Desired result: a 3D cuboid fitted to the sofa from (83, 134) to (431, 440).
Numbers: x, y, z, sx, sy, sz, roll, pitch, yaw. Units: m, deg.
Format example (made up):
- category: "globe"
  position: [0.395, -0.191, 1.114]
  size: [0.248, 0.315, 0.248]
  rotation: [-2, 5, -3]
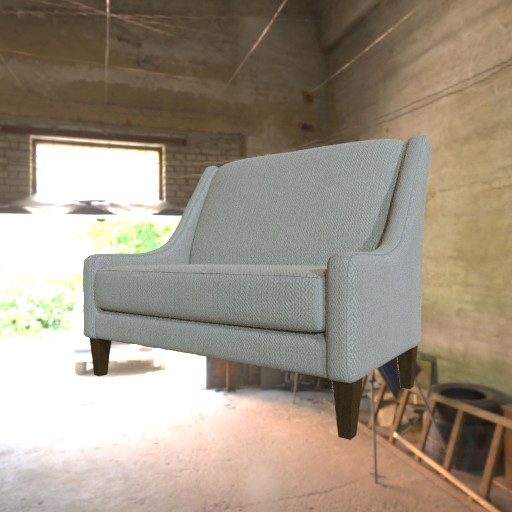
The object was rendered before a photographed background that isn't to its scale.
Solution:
- category: "sofa"
  position: [0.000, 0.000, 1.871]
  size: [1.242, 1.022, 0.870]
  rotation: [0, 0, 35]
